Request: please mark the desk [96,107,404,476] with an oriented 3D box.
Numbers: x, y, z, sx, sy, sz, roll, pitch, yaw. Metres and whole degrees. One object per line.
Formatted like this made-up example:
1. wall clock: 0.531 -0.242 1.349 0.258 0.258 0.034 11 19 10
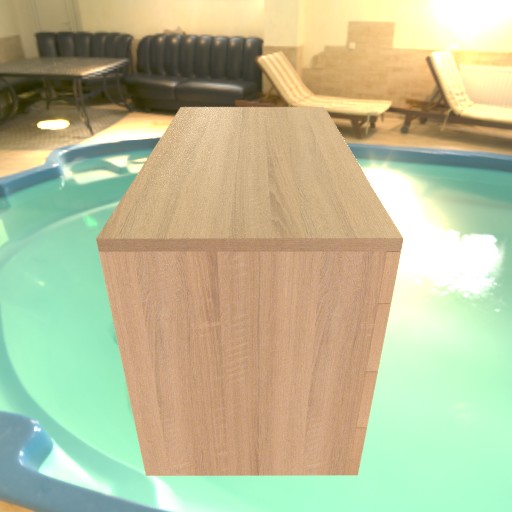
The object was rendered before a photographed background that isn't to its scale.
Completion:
1. desk: 0.000 0.000 1.486 0.600 0.731 1.100 0 31 0
